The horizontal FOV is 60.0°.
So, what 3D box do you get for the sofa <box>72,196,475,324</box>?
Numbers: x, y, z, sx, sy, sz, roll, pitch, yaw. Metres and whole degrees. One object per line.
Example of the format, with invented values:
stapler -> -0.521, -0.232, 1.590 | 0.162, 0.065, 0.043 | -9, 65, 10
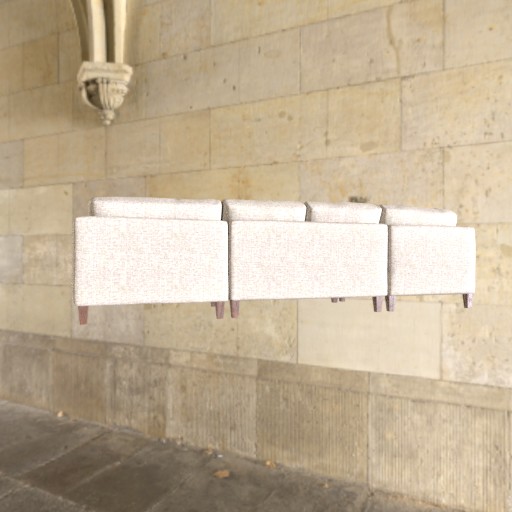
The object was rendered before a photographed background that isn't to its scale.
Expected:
sofa -> 0.000, 0.000, 4.764 | 3.460, 0.959, 2.593 | 0, 0, -17
